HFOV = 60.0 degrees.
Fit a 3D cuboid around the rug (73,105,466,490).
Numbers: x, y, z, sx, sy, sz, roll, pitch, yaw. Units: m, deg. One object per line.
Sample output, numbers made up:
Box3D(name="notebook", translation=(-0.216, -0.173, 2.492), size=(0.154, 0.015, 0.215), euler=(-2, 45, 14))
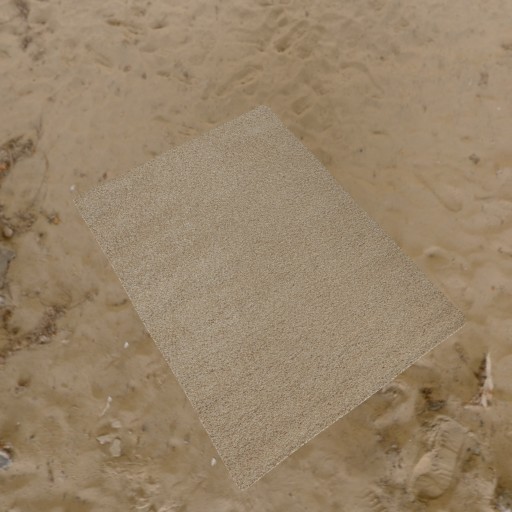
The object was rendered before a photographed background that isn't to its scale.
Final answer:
Box3D(name="rug", translation=(0.000, 0.000, 2.118), size=(1.199, 0.025, 1.600), euler=(-31, 66, -15))
